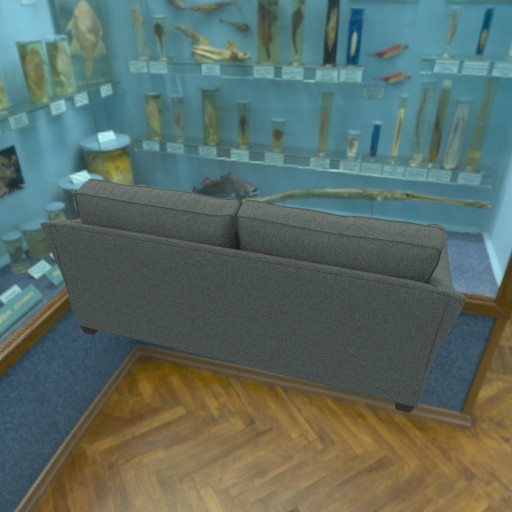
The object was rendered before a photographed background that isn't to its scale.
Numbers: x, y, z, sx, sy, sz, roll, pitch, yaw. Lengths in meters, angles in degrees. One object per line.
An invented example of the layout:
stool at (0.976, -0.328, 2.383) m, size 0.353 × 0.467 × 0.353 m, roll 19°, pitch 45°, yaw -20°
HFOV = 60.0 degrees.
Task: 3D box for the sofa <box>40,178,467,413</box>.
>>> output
sofa at (0.000, 0.000, 2.709) m, size 2.203 × 0.976 × 1.013 m, roll 10°, pitch 33°, yaw 15°
